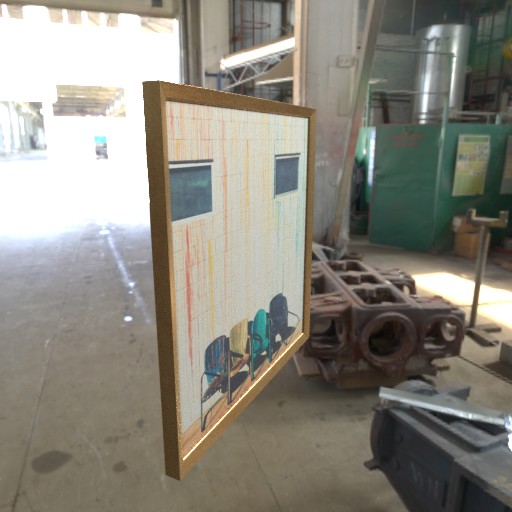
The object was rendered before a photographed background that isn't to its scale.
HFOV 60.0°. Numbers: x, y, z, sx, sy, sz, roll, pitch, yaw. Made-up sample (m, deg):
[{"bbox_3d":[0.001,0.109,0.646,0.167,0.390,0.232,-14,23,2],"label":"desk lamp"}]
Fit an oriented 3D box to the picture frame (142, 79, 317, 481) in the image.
[{"bbox_3d":[0.000,0.000,1.137,0.037,0.761,0.758,7,16,26],"label":"picture frame"}]
